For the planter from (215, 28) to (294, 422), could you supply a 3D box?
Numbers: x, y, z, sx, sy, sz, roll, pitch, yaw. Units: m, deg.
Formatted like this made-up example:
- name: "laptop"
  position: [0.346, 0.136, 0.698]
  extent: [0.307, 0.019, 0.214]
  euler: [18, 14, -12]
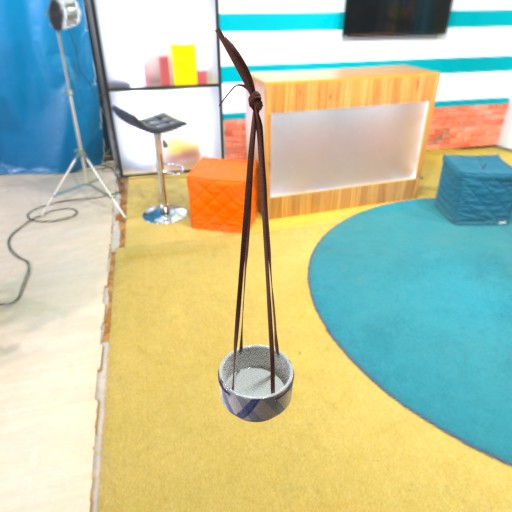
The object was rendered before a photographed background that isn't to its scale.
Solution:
- name: "planter"
  position: [0.000, 0.000, 0.818]
  extent: [0.166, 0.751, 0.166]
  euler: [21, 37, 32]
